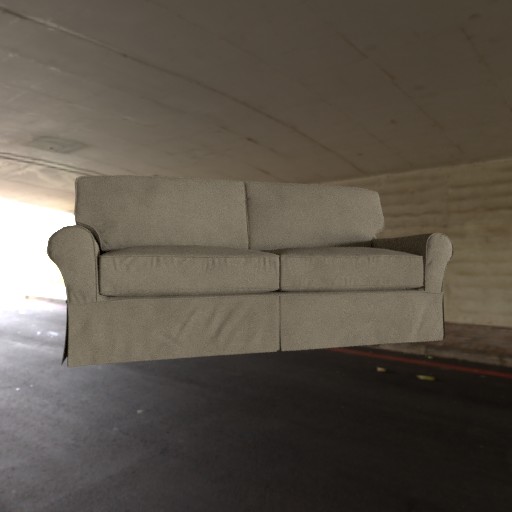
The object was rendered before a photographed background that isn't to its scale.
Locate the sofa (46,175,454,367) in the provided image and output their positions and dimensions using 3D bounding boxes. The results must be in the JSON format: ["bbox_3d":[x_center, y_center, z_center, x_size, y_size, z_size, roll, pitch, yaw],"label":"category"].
[{"bbox_3d":[0.000,0.000,2.722,2.246,1.014,0.900,0,0,-18],"label":"sofa"}]
